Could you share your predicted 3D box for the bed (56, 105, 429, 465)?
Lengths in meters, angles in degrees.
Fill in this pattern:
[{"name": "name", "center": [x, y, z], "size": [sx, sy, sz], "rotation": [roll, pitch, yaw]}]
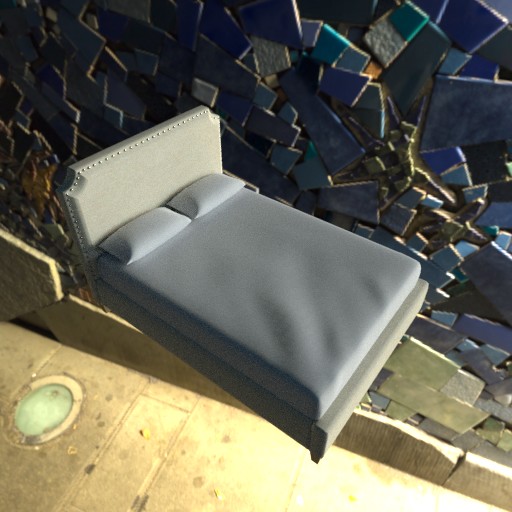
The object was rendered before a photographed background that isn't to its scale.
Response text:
[{"name": "bed", "center": [0.000, 0.000, 3.580], "size": [2.381, 1.457, 1.713], "rotation": [27, 47, 27]}]
